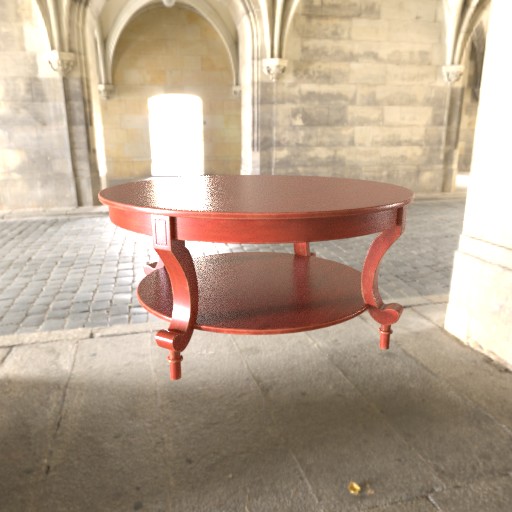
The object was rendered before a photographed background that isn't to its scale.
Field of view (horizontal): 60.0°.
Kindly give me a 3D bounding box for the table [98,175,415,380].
[{"bbox_3d":[0.000,0.000,1.580,1.029,0.486,1.029,0,15,0],"label":"table"}]
